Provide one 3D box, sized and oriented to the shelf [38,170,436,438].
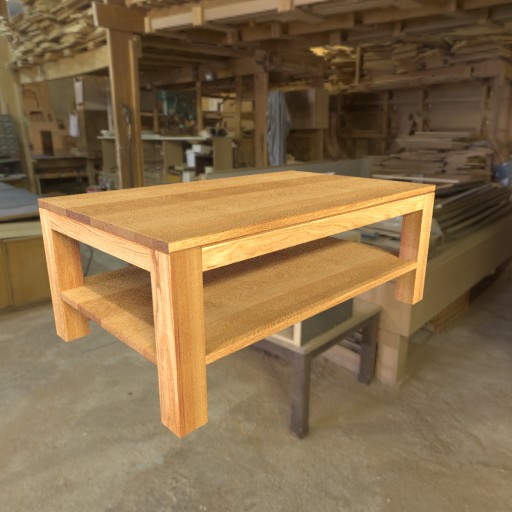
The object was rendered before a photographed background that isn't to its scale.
[{"bbox_3d":[0.000,0.000,1.540,1.150,0.450,0.700,-16,23,-42],"label":"shelf"}]
